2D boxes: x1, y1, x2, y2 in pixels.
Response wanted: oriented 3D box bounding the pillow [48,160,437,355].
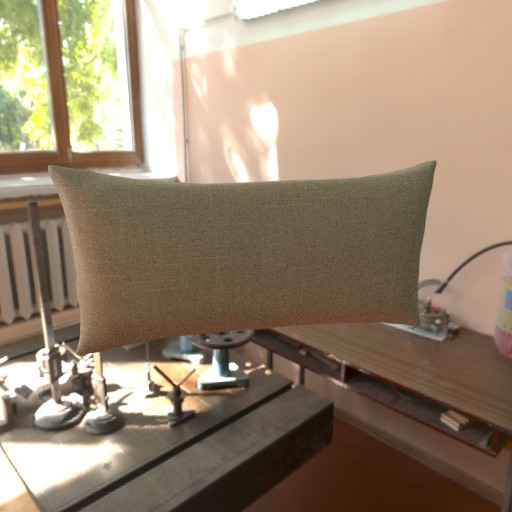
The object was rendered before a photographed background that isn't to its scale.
[{"bbox_3d":[0.000,0.000,1.029,0.859,0.429,0.197,-2,15,-9],"label":"pillow"}]
